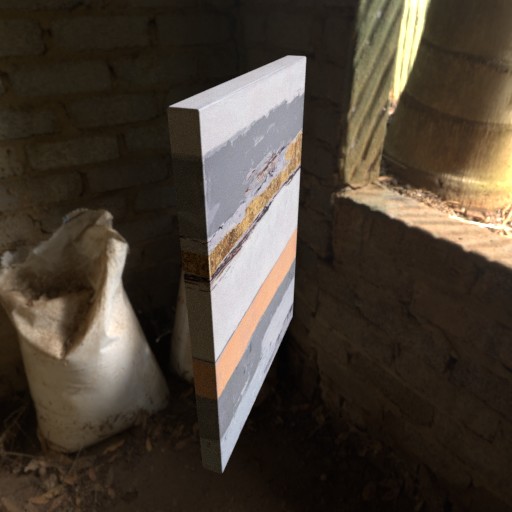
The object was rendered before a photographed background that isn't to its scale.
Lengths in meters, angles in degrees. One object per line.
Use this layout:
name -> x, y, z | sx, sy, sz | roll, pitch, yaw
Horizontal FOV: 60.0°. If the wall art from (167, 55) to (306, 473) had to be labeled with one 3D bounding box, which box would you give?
wall art -> 0.000, 0.000, 0.794 | 0.038, 0.609, 0.456 | 10, 32, 17
